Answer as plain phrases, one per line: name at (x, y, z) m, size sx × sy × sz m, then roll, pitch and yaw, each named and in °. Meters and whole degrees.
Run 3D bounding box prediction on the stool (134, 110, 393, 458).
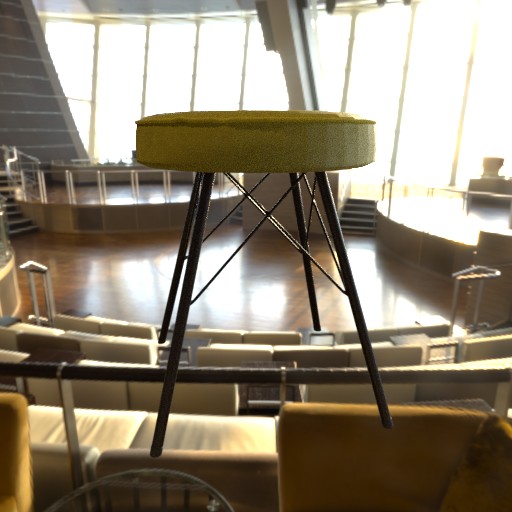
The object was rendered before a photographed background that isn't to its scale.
stool at (0.000, 0.000, 0.828) m, size 0.409 × 0.508 × 0.409 m, roll -3°, pitch 16°, yaw -10°
